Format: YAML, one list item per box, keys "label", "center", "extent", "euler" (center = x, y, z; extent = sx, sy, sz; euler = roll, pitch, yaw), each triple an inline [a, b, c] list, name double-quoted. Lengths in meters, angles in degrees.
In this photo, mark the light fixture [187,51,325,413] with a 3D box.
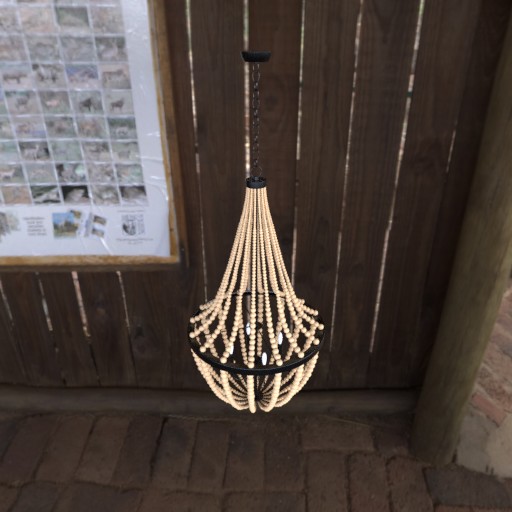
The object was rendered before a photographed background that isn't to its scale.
- label: "light fixture"
  center: [0.000, 0.000, 1.352]
  extent: [0.450, 1.133, 0.450]
  euler: [0, 26, 0]
